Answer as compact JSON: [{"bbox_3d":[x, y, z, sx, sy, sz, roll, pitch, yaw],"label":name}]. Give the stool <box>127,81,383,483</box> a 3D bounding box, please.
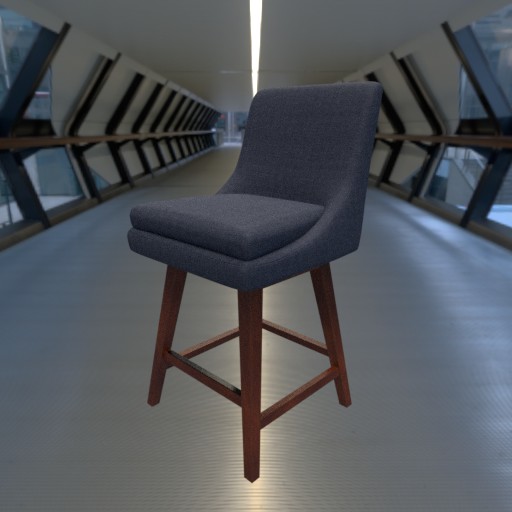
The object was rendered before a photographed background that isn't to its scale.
[{"bbox_3d":[0.000,0.000,1.204,0.467,0.895,0.524,16,23,42],"label":"stool"}]
